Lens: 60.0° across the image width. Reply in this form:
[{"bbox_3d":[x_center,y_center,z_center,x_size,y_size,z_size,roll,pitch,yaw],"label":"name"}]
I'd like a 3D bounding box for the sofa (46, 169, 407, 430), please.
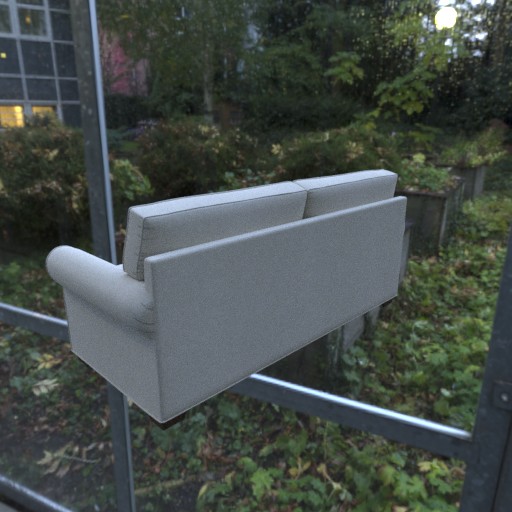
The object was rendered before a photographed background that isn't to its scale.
[{"bbox_3d":[0.000,0.000,2.693,0.901,0.962,2.146,16,24,42],"label":"sofa"}]
